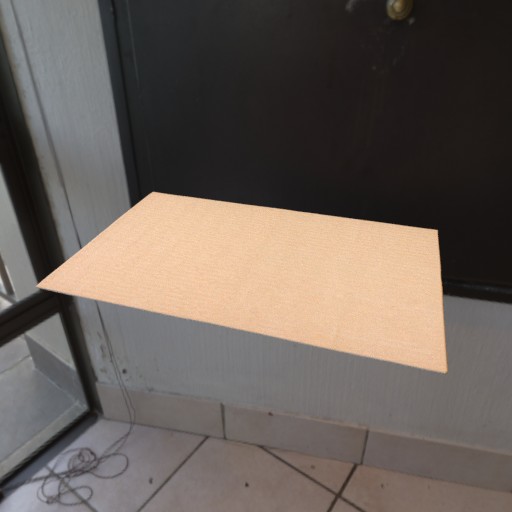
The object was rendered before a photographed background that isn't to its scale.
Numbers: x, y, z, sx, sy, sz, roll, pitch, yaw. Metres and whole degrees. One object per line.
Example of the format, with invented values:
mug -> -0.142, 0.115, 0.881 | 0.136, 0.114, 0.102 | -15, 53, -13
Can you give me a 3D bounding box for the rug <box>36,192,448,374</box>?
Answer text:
rug -> 0.000, 0.000, 3.081 | 2.441, 0.014, 1.531 | 9, 33, 15
